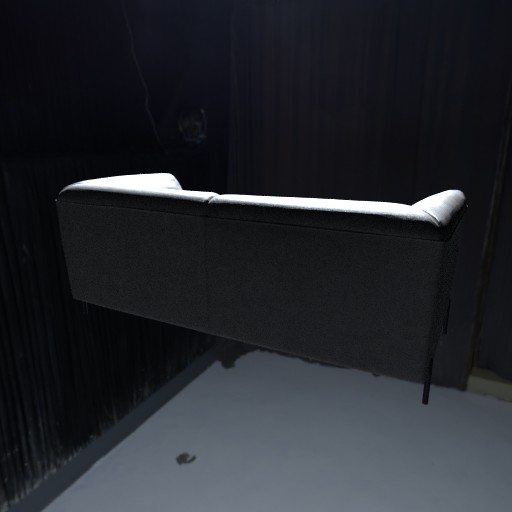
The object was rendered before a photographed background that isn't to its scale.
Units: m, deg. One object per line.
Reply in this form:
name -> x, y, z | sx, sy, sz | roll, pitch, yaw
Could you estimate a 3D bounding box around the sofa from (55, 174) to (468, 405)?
sofa -> 0.000, 0.000, 2.285 | 1.878, 0.747, 0.905 | 8, 18, 27
